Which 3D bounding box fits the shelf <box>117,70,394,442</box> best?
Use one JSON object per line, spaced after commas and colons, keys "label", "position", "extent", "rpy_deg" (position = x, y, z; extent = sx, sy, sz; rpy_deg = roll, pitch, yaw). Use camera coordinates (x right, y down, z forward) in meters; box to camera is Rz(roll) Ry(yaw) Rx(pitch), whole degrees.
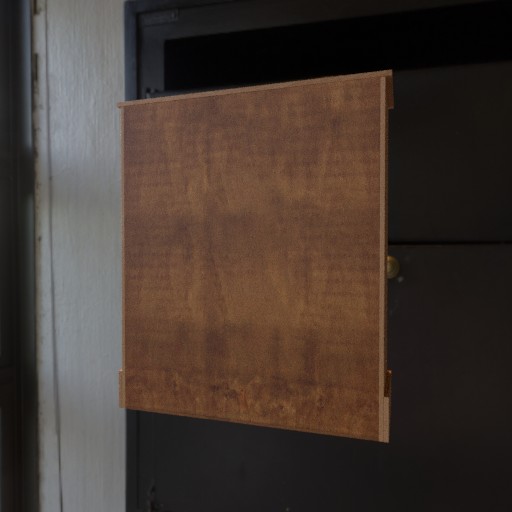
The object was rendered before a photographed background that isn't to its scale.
{"label": "shelf", "position": [0.000, 0.000, 1.432], "extent": [0.840, 0.980, 0.291], "rpy_deg": [0, 1, 18]}
